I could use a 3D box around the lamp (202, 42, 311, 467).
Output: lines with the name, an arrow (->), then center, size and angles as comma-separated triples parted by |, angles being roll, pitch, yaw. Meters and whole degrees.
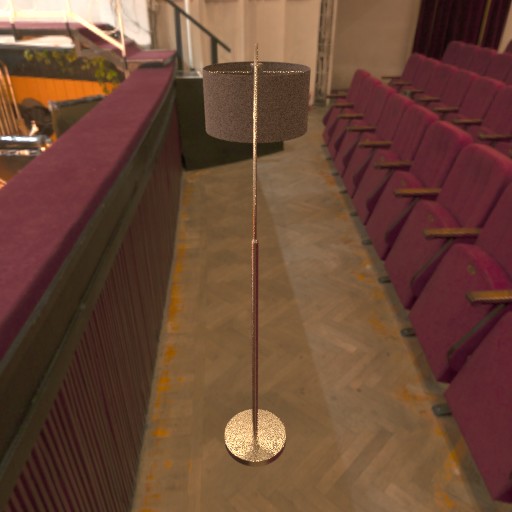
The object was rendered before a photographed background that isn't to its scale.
lamp -> 0.000, 0.000, 2.039 | 0.452, 1.735, 0.934 | 0, 30, 1
